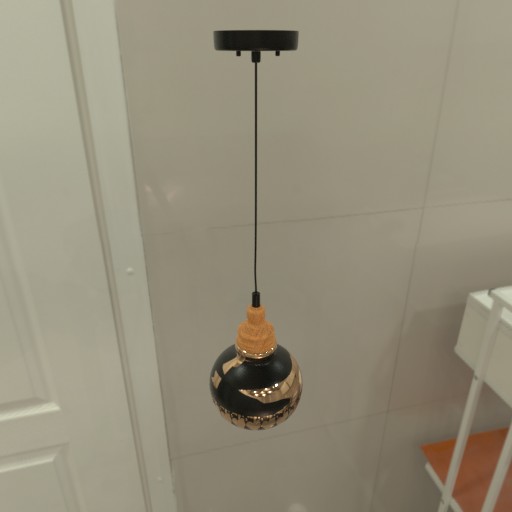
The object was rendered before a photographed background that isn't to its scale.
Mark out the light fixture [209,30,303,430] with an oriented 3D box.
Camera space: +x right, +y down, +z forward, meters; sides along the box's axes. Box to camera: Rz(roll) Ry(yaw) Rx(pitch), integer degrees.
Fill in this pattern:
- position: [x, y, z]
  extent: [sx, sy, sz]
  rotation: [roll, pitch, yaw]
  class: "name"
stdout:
- position: [0.000, 0.000, 1.775]
  extent: [0.430, 1.606, 0.430]
  rotation: [-7, 26, -14]
  class: "light fixture"
